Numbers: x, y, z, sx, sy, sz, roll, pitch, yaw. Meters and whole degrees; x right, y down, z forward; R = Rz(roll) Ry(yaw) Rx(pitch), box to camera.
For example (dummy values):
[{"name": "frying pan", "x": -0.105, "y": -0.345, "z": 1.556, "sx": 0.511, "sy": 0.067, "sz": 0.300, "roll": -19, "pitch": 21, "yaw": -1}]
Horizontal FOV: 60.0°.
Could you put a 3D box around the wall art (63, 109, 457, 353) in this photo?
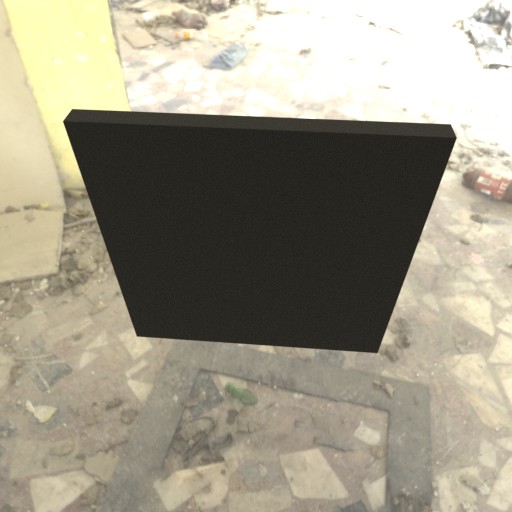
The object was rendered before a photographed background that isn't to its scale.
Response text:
[{"name": "wall art", "x": 0.000, "y": 0.000, "z": 0.694, "sx": 0.462, "sy": 0.458, "sz": 0.030, "roll": 3, "pitch": 46, "yaw": 3}]
